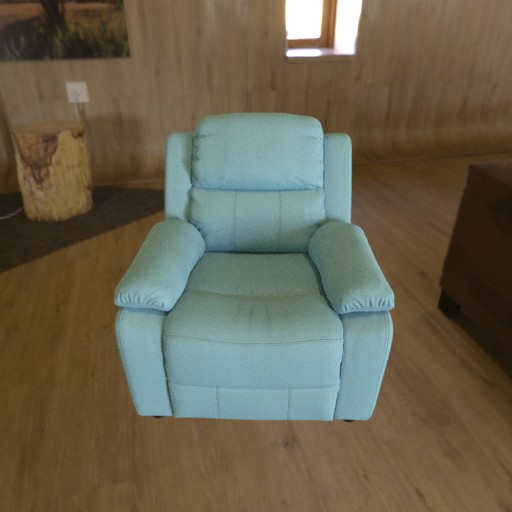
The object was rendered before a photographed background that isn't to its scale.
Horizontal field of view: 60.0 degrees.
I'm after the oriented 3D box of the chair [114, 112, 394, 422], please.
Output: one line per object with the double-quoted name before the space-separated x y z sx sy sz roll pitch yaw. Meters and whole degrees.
"chair" 0.000 0.000 1.305 0.680 0.702 0.709 1 29 1
